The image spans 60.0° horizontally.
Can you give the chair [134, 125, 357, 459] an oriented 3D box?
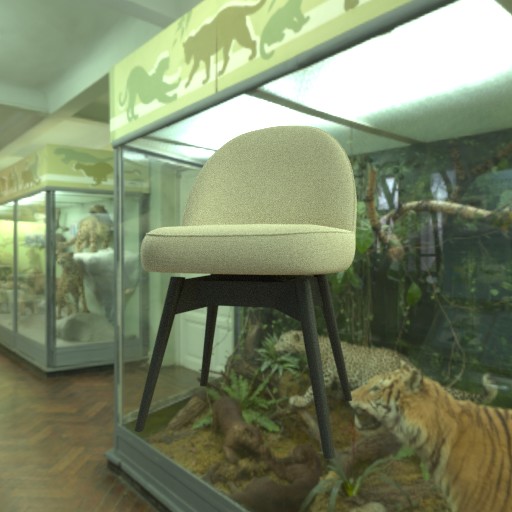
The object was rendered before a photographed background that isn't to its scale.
[{"bbox_3d":[0.000,0.000,1.199,0.532,0.838,0.540,0,1,18],"label":"chair"}]
